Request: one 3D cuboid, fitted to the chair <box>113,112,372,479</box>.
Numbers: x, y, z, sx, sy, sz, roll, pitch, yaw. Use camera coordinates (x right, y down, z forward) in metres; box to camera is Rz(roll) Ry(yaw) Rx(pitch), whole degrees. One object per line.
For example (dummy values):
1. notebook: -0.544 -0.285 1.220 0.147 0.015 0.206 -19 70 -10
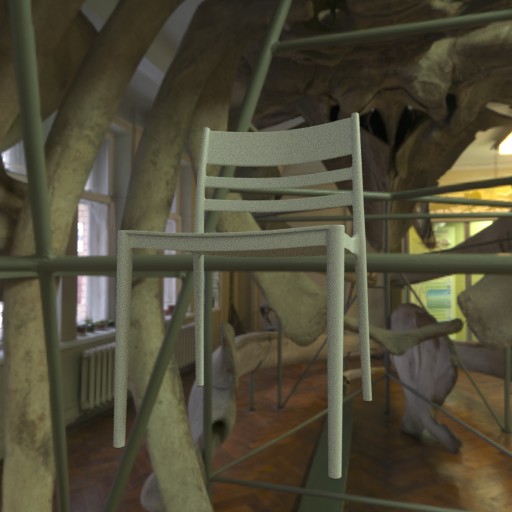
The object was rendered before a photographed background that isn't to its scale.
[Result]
1. chair: 0.000 0.000 1.097 0.531 0.800 0.511 0 -1 17
